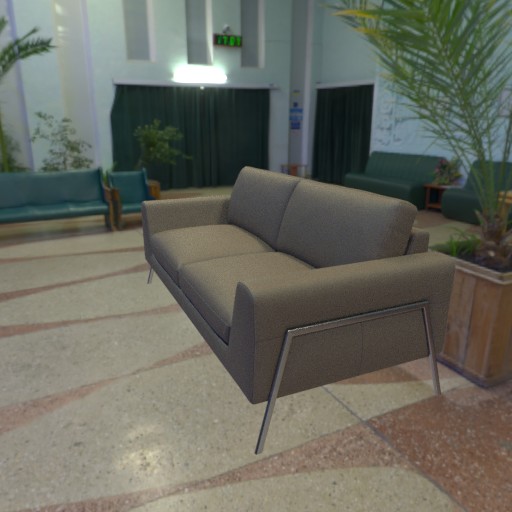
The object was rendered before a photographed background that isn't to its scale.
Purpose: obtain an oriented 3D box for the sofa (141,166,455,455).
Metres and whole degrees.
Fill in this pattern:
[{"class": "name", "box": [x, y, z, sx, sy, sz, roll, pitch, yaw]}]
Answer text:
[{"class": "sofa", "box": [0.000, 0.000, 2.579, 0.953, 0.875, 2.017, -7, 18, -23]}]
